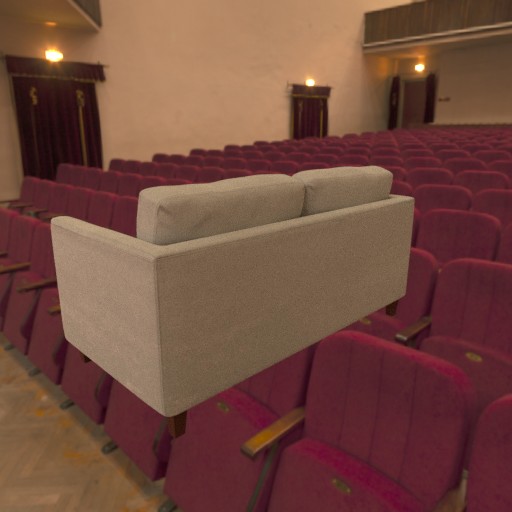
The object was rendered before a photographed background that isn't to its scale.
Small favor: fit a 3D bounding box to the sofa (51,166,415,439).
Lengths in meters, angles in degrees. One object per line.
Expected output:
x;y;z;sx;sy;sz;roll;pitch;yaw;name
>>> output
0.000;0.000;2.483;1.884;0.963;0.950;-15;22;-42;sofa
